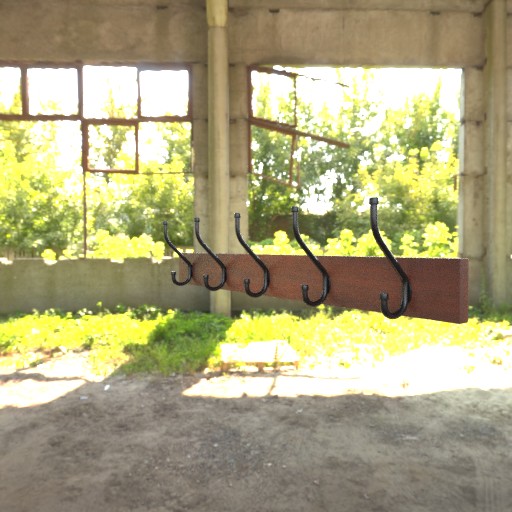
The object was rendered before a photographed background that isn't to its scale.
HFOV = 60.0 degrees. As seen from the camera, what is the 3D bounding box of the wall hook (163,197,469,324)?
[{"bbox_3d":[0.000,0.000,0.619,0.071,0.117,0.571,-1,1,-36],"label":"wall hook"}]
